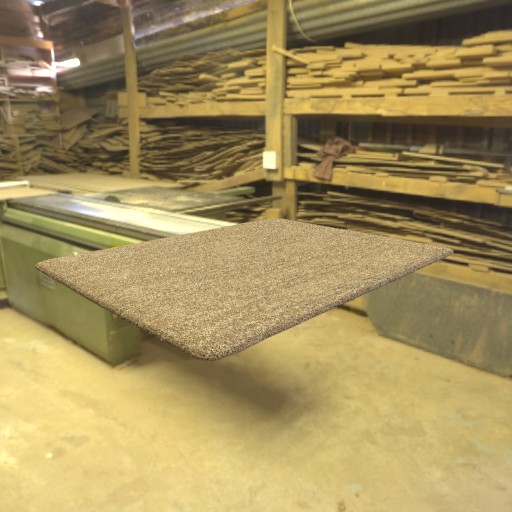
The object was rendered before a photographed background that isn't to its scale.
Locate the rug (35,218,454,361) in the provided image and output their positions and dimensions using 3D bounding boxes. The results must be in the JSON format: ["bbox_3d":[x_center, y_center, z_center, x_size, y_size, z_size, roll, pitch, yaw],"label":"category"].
[{"bbox_3d":[0.000,0.000,3.741,2.873,0.050,2.242,-15,21,-43],"label":"rug"}]
